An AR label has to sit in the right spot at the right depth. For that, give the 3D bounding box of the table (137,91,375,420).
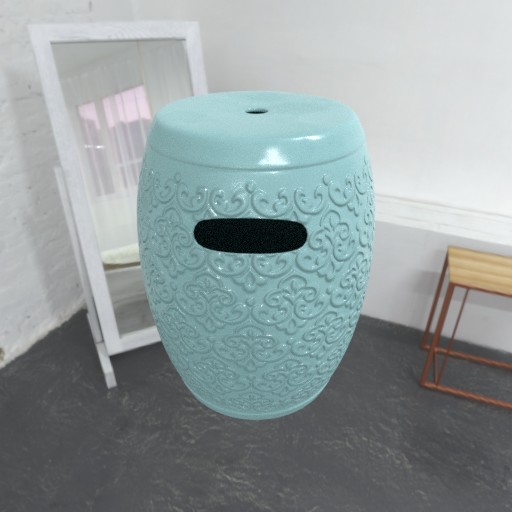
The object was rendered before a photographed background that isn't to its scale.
[{"bbox_3d":[0.000,0.000,0.615,0.309,0.397,0.309,0,31,0],"label":"table"}]
